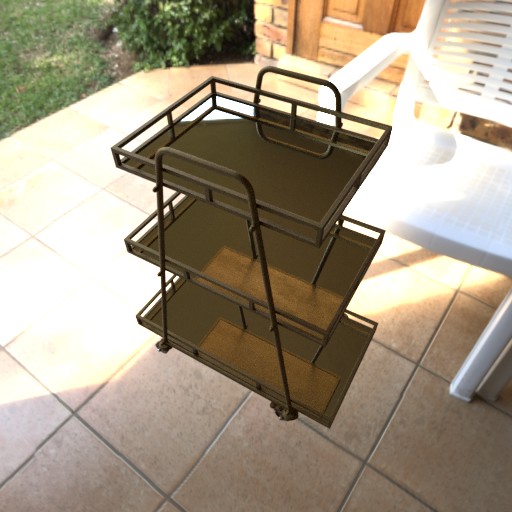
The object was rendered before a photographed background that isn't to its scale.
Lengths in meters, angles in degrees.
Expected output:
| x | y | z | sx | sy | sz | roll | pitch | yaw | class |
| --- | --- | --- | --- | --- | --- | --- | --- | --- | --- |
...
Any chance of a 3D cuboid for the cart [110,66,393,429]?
| x | y | z | sx | sy | sz | roll | pitch | yaw | class |
| --- | --- | --- | --- | --- | --- | --- | --- | --- | --- |
| 0.000 | 0.000 | 1.240 | 0.711 | 0.883 | 0.441 | 23 | 51 | 20 | cart |
